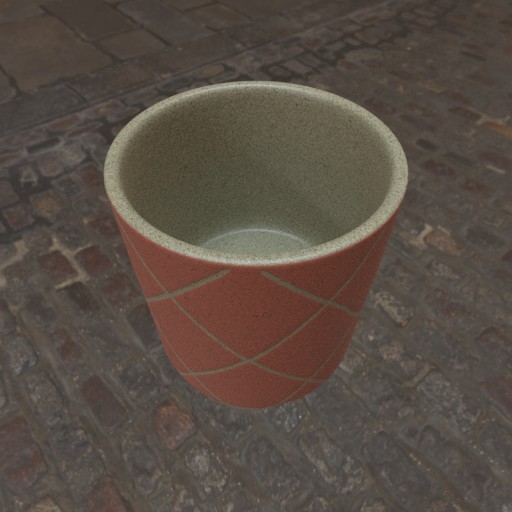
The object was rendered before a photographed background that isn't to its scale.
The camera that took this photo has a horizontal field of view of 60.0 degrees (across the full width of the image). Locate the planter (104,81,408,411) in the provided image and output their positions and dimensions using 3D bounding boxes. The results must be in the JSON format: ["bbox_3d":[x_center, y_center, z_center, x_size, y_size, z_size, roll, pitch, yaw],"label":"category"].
[{"bbox_3d":[0.000,0.000,0.357,0.191,0.200,0.191,0,48,0],"label":"planter"}]
